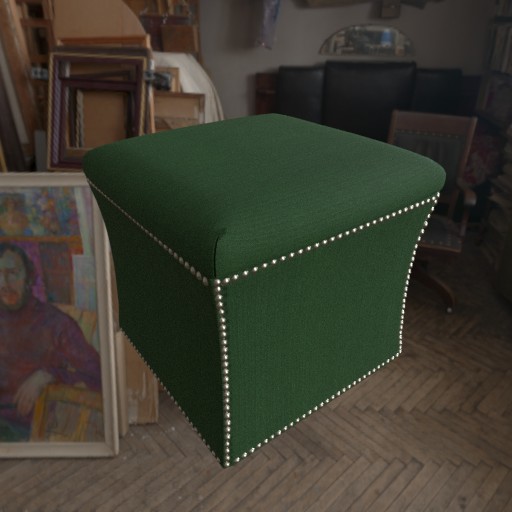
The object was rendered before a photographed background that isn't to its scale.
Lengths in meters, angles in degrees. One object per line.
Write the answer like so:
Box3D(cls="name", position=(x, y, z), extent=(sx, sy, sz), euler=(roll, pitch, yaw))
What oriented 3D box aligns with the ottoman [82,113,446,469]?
Box3D(cls="ottoman", position=(0.000, 0.000, 0.913), extent=(0.507, 0.475, 0.497), euler=(-21, 36, -31))
